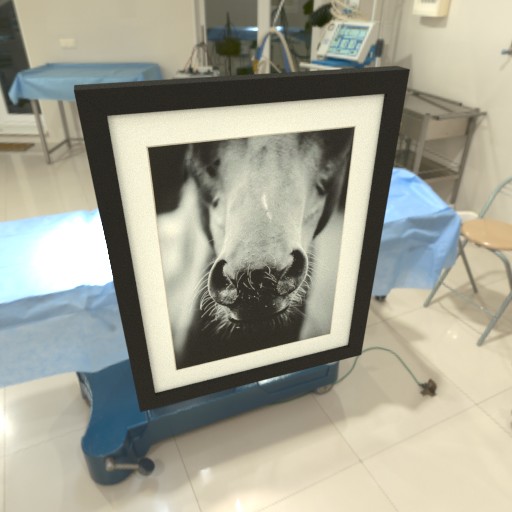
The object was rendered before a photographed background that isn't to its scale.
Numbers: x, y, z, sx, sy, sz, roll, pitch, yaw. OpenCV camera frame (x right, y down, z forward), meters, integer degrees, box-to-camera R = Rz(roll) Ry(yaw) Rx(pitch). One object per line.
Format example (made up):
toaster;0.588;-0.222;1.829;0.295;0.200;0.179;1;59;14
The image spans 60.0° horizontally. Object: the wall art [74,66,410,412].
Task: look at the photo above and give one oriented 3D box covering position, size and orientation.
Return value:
wall art;0.000;0.000;0.530;0.329;0.404;0.024;-10;33;-16
